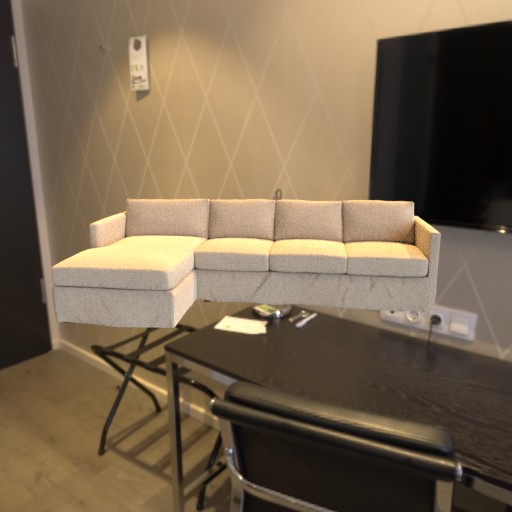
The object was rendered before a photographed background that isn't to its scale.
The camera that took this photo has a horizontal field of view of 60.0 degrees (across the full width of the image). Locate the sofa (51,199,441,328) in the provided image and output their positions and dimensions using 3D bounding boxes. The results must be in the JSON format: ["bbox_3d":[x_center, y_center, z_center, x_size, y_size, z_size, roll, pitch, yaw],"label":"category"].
[{"bbox_3d":[0.000,0.000,4.113,3.205,0.922,1.650,2,14,7],"label":"sofa"}]
